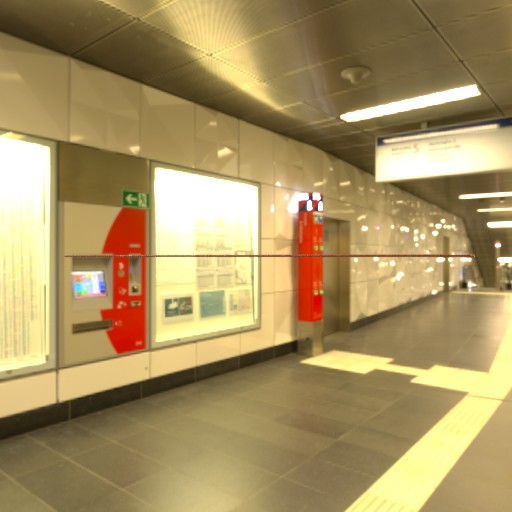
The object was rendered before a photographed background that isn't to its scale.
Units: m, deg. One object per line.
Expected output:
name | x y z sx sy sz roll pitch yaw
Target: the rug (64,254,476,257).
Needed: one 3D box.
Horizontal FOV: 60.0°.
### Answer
rug | 0.000 0.000 2.776 2.471 0.013 0.914 0 0 19
